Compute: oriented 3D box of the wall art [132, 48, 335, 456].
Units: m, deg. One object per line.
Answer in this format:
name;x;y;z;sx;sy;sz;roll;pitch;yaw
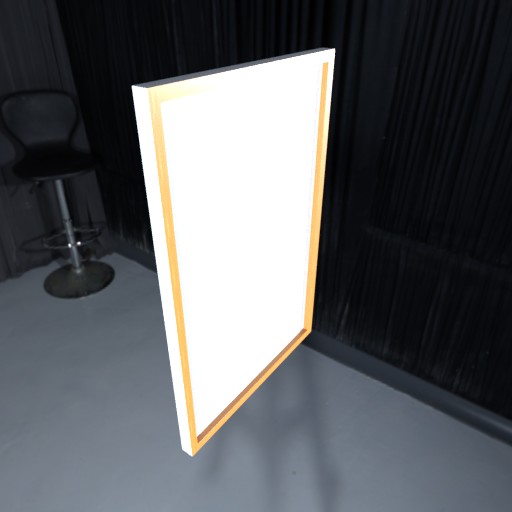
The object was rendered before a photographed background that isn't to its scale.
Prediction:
wall art;0.000;0.000;0.754;0.025;0.608;0.405;21;37;30
